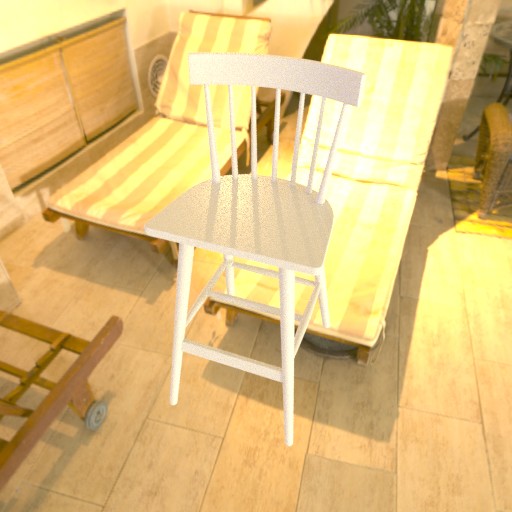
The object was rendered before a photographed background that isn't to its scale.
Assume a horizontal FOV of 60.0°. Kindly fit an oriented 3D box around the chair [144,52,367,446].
[{"bbox_3d":[0.000,0.000,1.386,0.483,1.092,0.572,14,43,15],"label":"chair"}]
